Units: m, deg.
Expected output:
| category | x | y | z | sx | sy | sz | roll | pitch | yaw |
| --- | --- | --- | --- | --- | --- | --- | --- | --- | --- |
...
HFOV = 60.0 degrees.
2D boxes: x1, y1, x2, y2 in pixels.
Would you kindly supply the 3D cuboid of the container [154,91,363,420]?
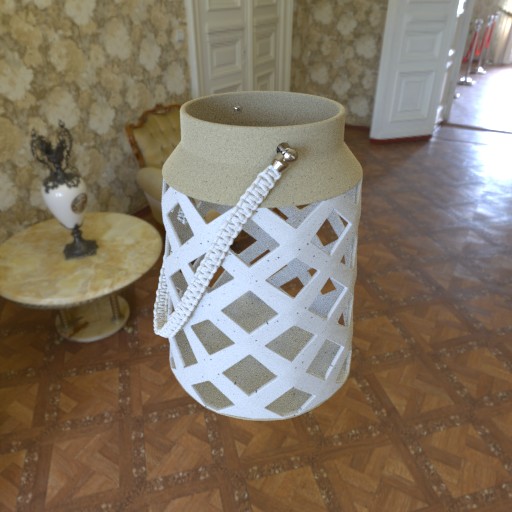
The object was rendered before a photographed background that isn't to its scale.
| category | x | y | z | sx | sy | sz | roll | pitch | yaw |
| --- | --- | --- | --- | --- | --- | --- | --- | --- | --- |
| container | 0.000 | 0.000 | 0.351 | 0.172 | 0.229 | 0.163 | -8 | 32 | -14 |
